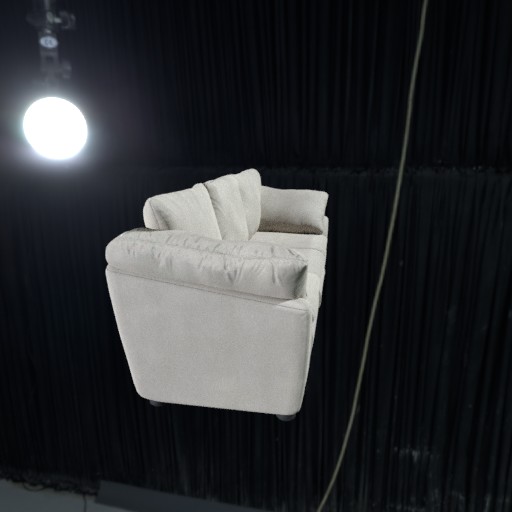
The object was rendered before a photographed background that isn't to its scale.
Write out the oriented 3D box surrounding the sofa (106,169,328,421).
[{"bbox_3d":[0.000,0.000,2.877,0.878,0.996,2.334,3,15,10],"label":"sofa"}]
